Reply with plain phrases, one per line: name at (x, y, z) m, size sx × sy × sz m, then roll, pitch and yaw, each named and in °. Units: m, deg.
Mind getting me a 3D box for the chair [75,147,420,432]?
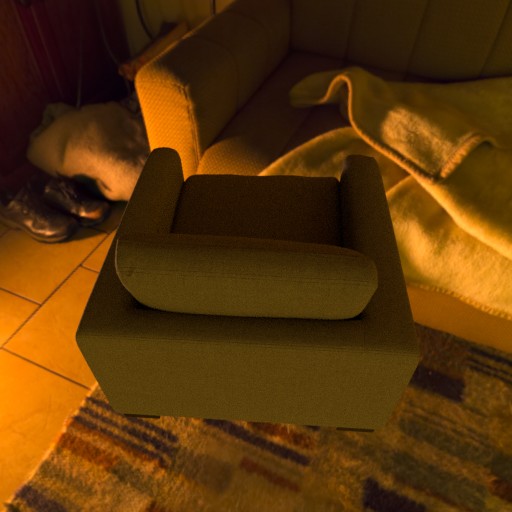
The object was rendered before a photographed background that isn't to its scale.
chair at (0.000, 0.000, 1.840) m, size 1.070 × 0.847 × 1.100 m, roll 3°, pitch 47°, yaw 3°
